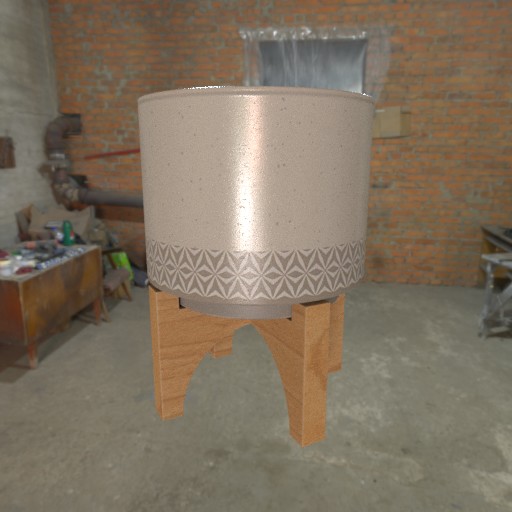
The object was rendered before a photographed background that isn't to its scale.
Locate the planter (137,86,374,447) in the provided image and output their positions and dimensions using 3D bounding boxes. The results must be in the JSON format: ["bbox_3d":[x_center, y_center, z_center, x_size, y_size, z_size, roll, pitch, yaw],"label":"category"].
[{"bbox_3d":[0.000,0.000,0.270,0.130,0.178,0.130,0,13,0],"label":"planter"}]
